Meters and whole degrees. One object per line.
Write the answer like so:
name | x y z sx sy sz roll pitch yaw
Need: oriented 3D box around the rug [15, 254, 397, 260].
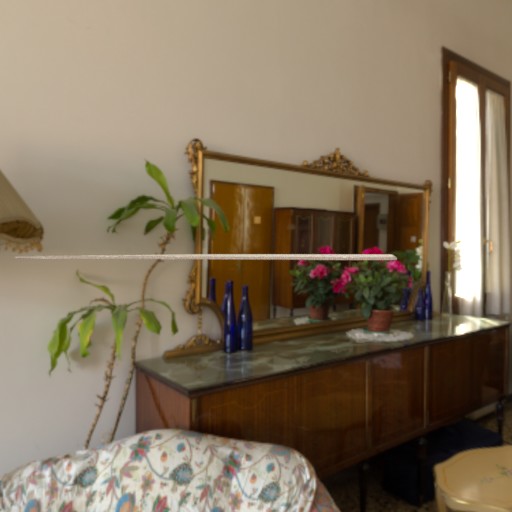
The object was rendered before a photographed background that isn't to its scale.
rug | 0.000 0.000 3.829 2.288 0.018 2.895 0 1 17
